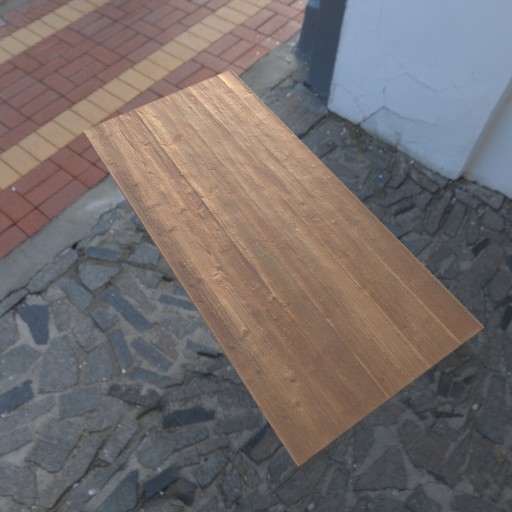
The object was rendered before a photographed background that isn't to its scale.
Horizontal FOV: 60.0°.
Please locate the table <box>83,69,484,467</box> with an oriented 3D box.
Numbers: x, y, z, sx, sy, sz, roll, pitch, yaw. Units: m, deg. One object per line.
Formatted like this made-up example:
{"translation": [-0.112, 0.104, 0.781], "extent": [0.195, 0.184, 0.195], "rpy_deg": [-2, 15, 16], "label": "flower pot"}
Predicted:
{"translation": [0.000, 0.000, 2.459], "extent": [0.952, 0.760, 2.003], "rpy_deg": [-29, 63, -16], "label": "table"}
